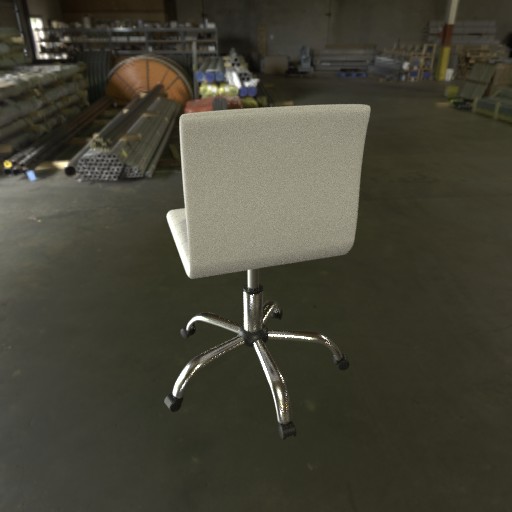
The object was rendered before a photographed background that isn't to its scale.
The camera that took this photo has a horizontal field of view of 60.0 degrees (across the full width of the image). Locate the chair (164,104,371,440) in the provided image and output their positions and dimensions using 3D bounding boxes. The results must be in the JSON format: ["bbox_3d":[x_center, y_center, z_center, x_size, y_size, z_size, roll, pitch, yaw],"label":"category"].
[{"bbox_3d":[0.000,0.000,1.148,0.556,0.780,0.530,-9,28,-16],"label":"chair"}]
